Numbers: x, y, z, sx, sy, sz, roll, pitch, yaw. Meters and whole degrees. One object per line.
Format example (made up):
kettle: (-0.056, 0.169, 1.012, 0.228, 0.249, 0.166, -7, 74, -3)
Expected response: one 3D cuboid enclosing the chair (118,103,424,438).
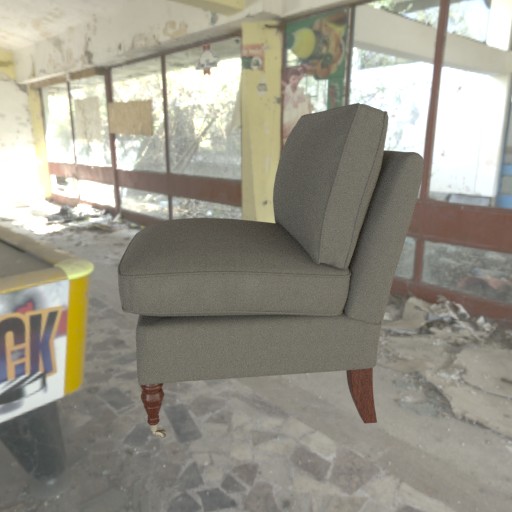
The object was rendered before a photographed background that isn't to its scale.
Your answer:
chair: (0.000, 0.000, 1.663, 0.924, 1.045, 0.724, -2, 15, -8)
